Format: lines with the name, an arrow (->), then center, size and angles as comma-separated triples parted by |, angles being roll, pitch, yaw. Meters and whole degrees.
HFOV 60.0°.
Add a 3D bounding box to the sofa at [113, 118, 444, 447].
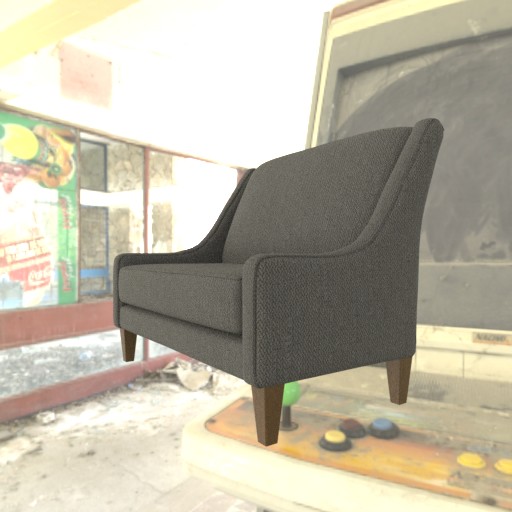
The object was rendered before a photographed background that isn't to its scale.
sofa -> 0.000, 0.000, 1.889 | 0.873, 1.022, 1.242 | 0, 1, -35
